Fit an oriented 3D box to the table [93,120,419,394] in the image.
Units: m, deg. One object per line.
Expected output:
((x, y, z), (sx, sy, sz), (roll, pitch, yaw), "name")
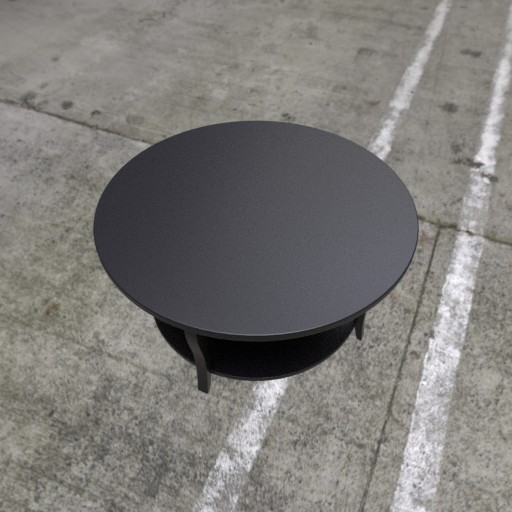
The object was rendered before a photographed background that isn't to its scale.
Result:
((0.000, 0.000, 1.447), (0.914, 0.457, 0.914), (0, 47, 0), "table")
